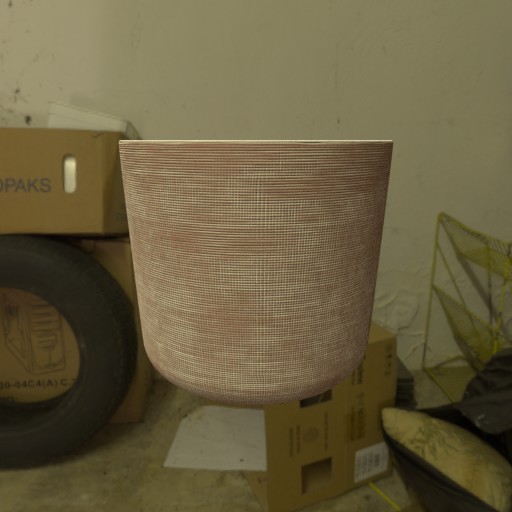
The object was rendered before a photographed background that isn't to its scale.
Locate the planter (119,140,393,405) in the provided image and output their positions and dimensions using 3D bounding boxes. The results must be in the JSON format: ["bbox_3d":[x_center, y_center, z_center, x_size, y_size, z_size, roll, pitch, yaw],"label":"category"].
[{"bbox_3d":[0.000,0.000,0.790,0.440,0.398,0.440,0,15,0],"label":"planter"}]
